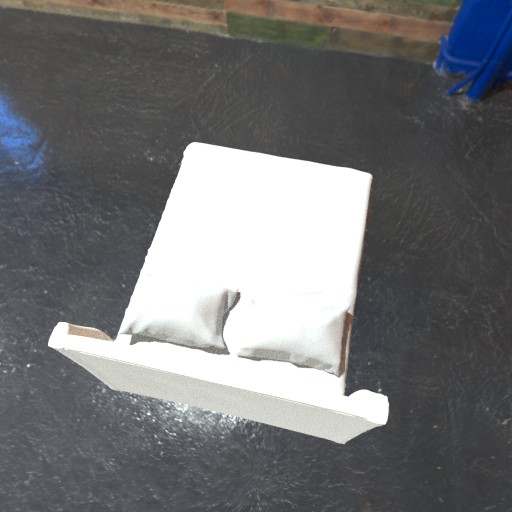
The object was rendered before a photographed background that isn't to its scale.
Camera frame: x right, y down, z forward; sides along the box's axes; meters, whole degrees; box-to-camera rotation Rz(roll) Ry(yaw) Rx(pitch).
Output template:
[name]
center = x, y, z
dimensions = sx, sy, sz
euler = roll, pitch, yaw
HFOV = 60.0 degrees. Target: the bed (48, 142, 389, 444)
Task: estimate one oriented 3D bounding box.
[bed]
center = 0.000, 0.000, 3.456
dimensions = 1.925, 1.332, 2.276
euler = 11, 64, 6
